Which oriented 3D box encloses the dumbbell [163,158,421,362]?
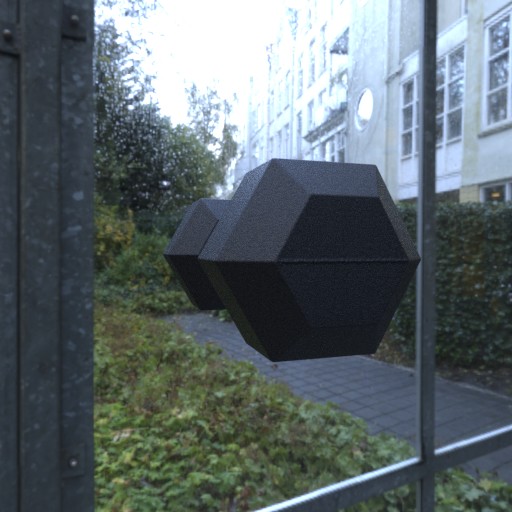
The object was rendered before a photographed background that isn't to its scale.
[{"bbox_3d":[0.000,0.000,0.414,0.142,0.123,0.337,0,1,-18],"label":"dumbbell"}]
